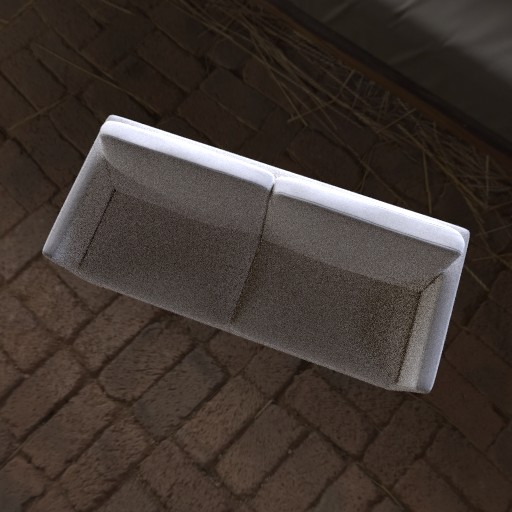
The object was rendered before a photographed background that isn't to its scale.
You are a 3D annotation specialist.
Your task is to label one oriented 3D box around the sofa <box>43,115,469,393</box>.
[{"bbox_3d":[0.000,0.000,2.602,2.139,0.933,0.924,19,76,5],"label":"sofa"}]
